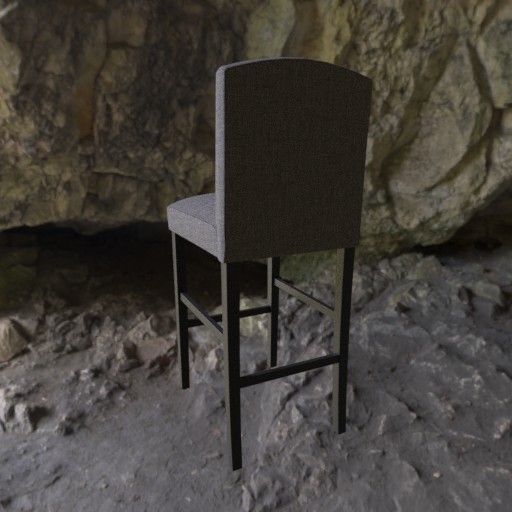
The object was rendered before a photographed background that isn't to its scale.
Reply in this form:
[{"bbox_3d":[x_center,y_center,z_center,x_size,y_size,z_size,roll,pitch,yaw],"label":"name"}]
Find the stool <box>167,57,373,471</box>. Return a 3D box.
[{"bbox_3d":[0.000,0.000,1.468,0.451,1.138,0.552,-7,16,-25],"label":"stool"}]
